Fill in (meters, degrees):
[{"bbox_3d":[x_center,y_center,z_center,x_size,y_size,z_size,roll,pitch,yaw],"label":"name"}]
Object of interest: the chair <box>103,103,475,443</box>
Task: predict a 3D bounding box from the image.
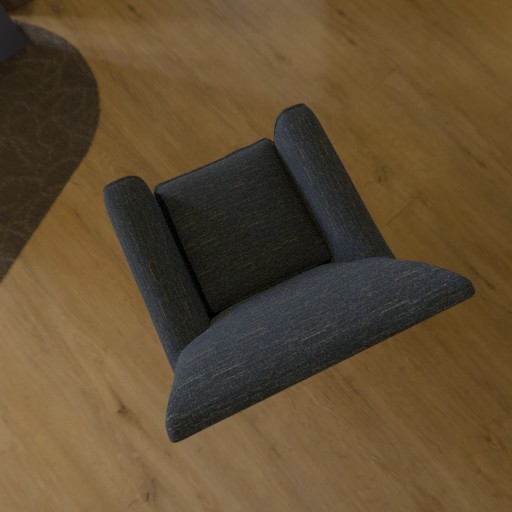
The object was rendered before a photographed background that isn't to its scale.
[{"bbox_3d":[0.000,0.000,1.632,0.864,0.928,0.873,-25,77,-6],"label":"chair"}]
